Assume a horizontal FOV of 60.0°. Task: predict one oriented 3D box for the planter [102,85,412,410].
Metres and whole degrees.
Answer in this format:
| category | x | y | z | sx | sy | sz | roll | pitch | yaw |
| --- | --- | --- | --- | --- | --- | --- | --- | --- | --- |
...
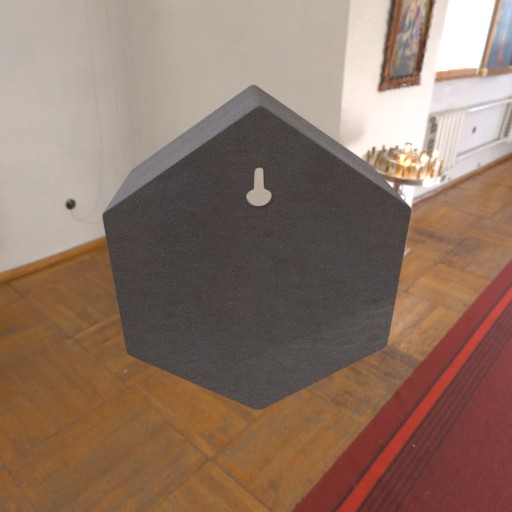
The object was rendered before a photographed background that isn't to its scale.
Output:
| category | x | y | z | sx | sy | sz | roll | pitch | yaw |
| --- | --- | --- | --- | --- | --- | --- | --- | --- | --- |
| planter | 0.000 | 0.000 | 0.297 | 0.169 | 0.206 | 0.077 | -1 | 28 | -2 |
